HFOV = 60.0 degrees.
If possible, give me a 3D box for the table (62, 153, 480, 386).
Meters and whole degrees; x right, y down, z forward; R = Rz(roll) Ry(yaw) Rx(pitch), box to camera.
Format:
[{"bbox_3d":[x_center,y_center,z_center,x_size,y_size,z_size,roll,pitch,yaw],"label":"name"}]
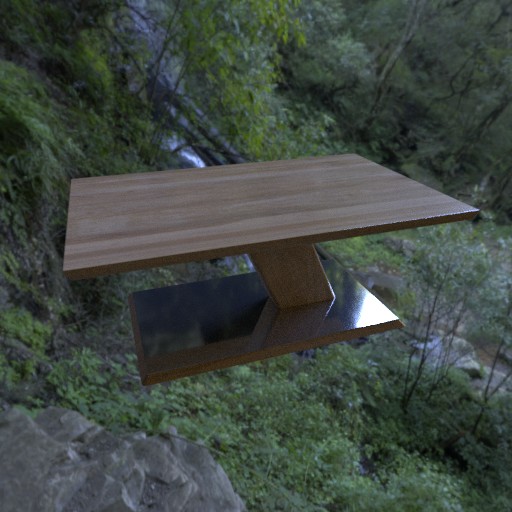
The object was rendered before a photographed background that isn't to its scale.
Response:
[{"bbox_3d":[0.000,0.000,1.483,1.100,0.441,0.692,-9,28,-17],"label":"table"}]
